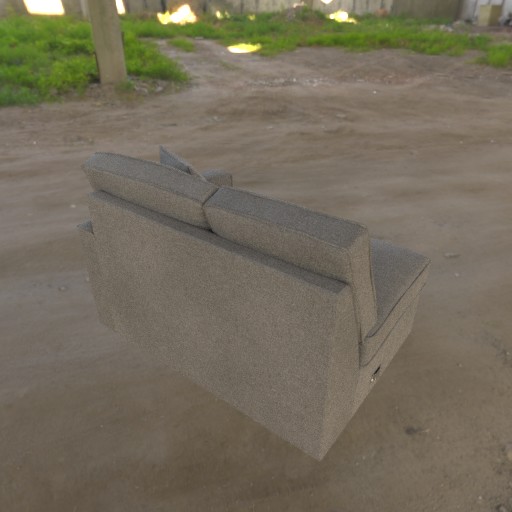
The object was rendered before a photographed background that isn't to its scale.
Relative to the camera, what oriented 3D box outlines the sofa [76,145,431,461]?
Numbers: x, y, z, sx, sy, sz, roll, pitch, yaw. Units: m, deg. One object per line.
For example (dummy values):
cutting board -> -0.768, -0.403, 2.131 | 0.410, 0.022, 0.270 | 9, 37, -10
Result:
sofa -> 0.000, 0.000, 2.111 | 1.388, 0.989, 0.991 | 21, 37, 31
